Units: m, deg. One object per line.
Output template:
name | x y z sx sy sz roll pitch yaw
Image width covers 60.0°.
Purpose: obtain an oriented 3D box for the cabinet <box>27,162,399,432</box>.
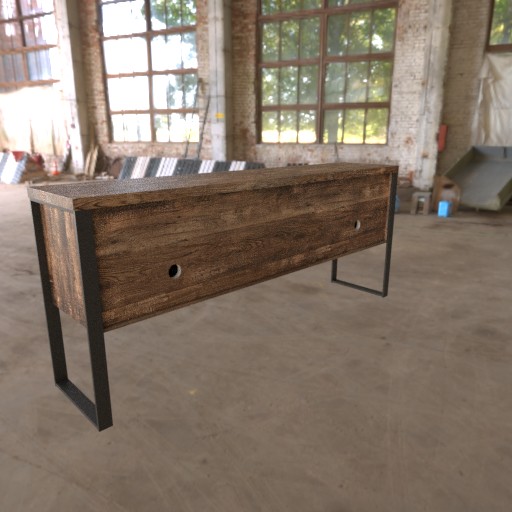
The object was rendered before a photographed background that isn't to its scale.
cabinet | 0.000 0.000 2.076 1.800 0.762 0.395 -15 21 -42
